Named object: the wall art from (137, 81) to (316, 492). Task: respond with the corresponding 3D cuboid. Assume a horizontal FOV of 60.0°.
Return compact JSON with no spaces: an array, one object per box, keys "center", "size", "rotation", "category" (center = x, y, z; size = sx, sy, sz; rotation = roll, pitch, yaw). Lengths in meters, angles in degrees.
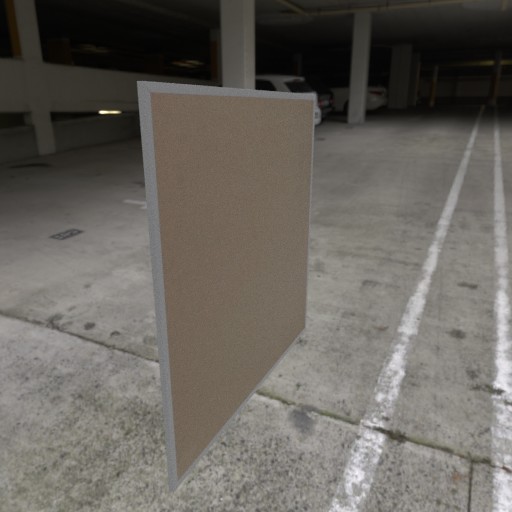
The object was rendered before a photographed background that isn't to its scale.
[{"center":[0.000,0.000,0.651],"size":[0.007,0.456,0.456],"rotation":[9,20,25],"category":"wall art"}]
